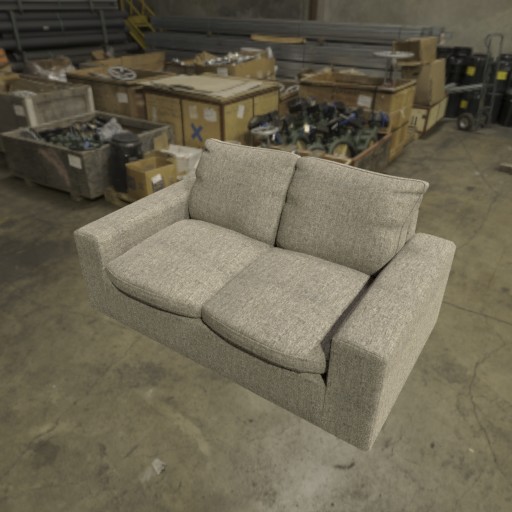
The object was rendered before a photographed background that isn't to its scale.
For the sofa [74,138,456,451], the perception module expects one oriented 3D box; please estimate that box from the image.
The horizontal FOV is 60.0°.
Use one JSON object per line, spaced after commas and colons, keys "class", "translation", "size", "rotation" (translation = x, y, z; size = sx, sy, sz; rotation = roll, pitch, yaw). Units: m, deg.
{"class": "sofa", "translation": [0.000, 0.000, 2.364], "size": [1.758, 0.877, 1.094], "rotation": [19, 35, 29]}
